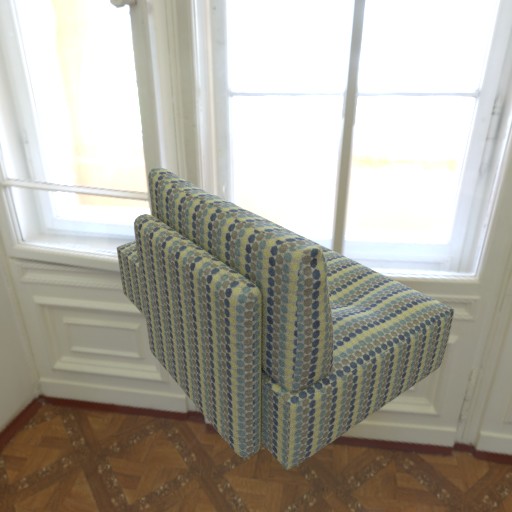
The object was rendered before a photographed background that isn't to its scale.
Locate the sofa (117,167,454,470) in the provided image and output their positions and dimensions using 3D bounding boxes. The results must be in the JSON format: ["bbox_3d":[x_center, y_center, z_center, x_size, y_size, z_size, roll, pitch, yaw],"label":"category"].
[{"bbox_3d":[0.000,0.000,2.011,1.000,0.820,1.450,-18,32,-32],"label":"sofa"}]
